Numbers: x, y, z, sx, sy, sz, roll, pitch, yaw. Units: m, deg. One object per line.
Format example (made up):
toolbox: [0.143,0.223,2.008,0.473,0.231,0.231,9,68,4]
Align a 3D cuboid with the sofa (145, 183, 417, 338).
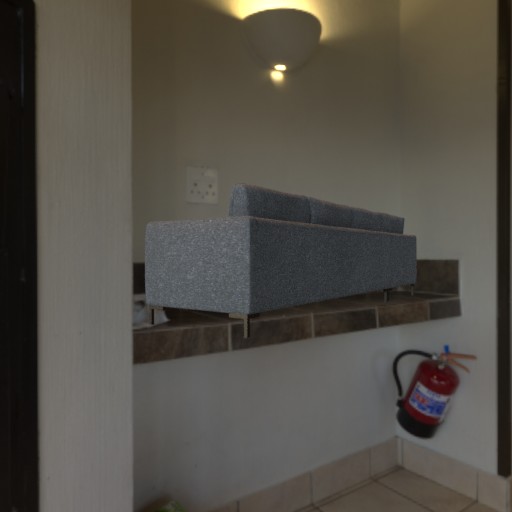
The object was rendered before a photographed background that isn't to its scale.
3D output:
sofa: [0.000,0.000,3.970,2.007,0.815,2.949,0,0,36]
